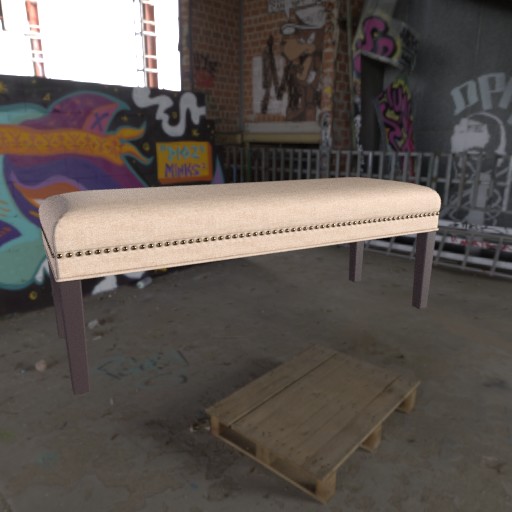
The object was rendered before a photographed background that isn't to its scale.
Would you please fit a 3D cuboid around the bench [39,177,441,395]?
[{"bbox_3d":[0.000,0.000,1.439,1.219,0.457,0.410,-8,17,-27],"label":"bench"}]
